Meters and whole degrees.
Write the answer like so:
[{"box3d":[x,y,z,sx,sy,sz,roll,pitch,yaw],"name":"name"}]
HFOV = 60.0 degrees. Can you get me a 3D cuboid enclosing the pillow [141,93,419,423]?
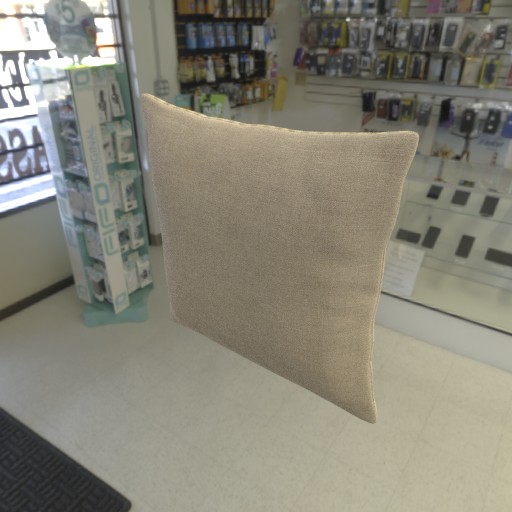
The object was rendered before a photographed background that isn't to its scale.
[{"box3d":[0.000,0.000,0.796,0.523,0.510,0.166,20,34,33],"name":"pillow"}]
